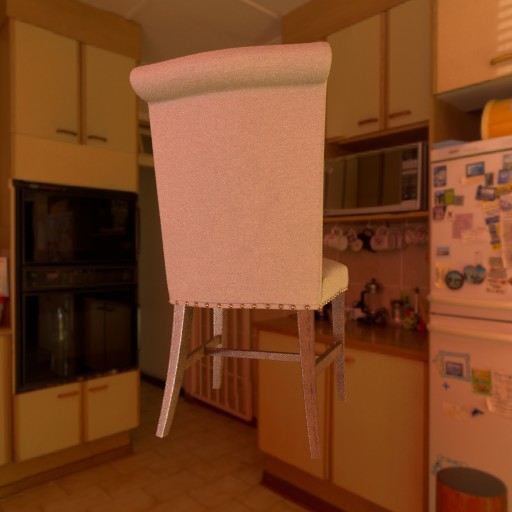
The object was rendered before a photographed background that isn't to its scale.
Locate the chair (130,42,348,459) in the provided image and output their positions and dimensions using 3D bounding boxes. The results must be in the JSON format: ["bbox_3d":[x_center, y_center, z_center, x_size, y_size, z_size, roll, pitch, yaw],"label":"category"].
[{"bbox_3d":[0.000,0.000,1.325,0.513,0.988,0.608,0,1,17],"label":"chair"}]
